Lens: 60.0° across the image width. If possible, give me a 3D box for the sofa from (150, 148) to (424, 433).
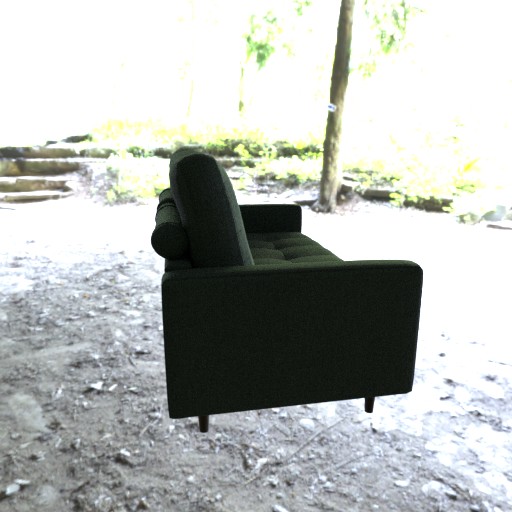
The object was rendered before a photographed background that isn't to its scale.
[{"bbox_3d":[0.000,0.000,1.951,0.842,0.907,1.407,-3,15,-10],"label":"sofa"}]
